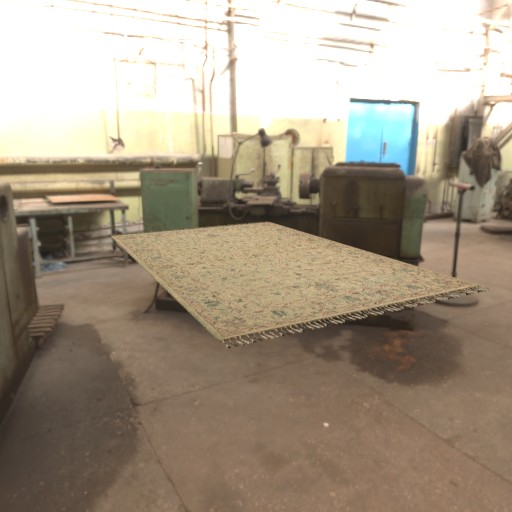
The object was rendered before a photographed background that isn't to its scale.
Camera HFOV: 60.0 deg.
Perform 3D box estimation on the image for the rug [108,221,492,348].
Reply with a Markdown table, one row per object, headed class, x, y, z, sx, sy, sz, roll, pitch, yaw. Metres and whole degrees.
| class | x | y | z | sx | sy | sz | roll | pitch | yaw |
| --- | --- | --- | --- | --- | --- | --- | --- | --- | --- |
| rug | 0.000 | 0.000 | 3.020 | 1.544 | 0.010 | 2.435 | -7 | 16 | -27 |
